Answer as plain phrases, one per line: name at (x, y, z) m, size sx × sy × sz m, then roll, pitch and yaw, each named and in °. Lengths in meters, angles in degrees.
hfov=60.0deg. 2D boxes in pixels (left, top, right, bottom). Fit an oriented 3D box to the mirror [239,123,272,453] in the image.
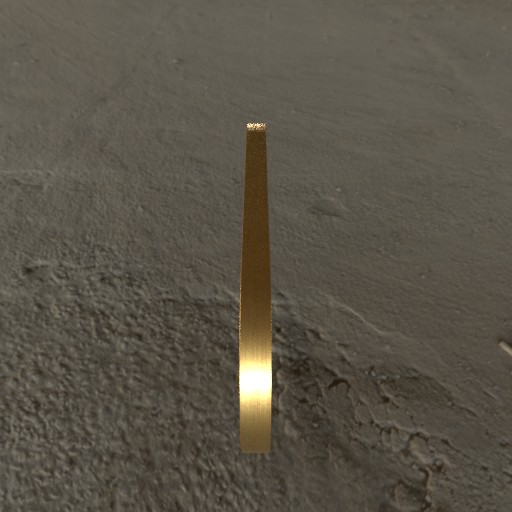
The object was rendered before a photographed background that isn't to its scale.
mirror at (0.000, 0.000, 0.681) m, size 0.032 × 0.254 × 0.584 m, roll 0°, pitch 41°, yaw 0°
